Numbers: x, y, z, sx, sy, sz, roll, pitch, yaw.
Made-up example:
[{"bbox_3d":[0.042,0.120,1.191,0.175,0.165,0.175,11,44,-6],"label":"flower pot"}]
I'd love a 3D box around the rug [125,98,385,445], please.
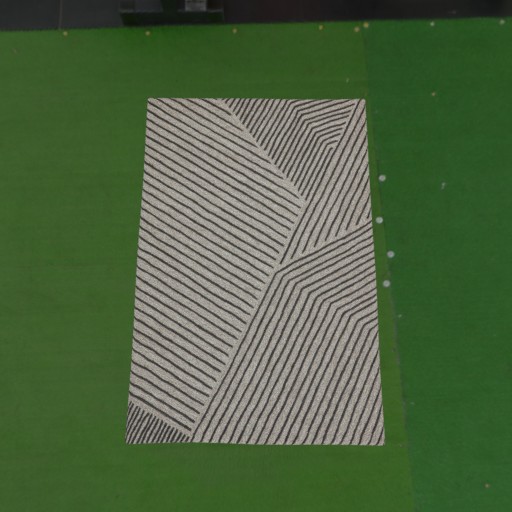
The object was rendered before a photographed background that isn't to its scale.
[{"bbox_3d":[0.000,0.000,2.313,1.237,0.019,1.842,0,77,0],"label":"rug"}]
